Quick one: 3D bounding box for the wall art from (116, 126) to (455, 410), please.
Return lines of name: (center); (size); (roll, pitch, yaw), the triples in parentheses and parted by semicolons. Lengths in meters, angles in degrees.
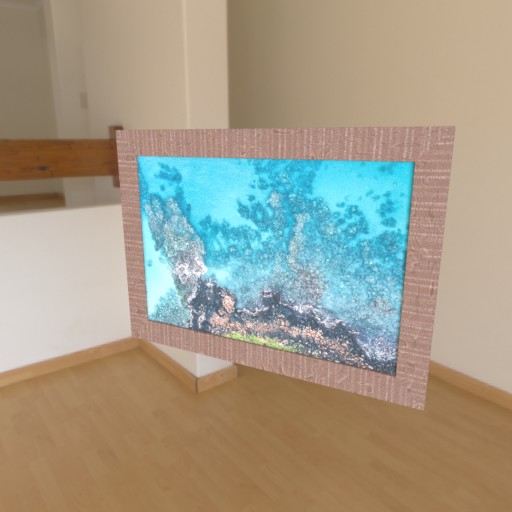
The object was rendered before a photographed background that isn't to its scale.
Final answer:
wall art: (0.000, 0.000, 1.375); (1.056, 0.761, 0.020); (7, 17, 26)
